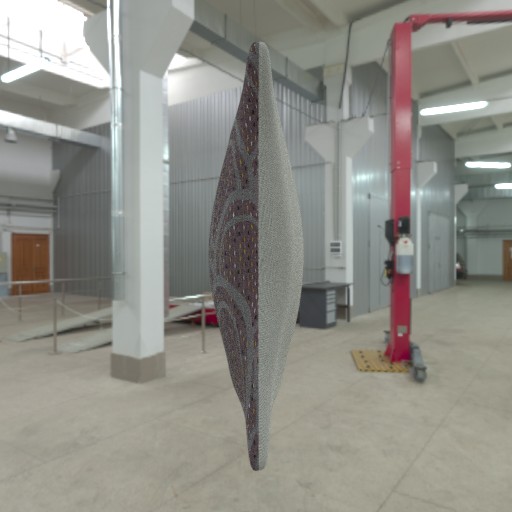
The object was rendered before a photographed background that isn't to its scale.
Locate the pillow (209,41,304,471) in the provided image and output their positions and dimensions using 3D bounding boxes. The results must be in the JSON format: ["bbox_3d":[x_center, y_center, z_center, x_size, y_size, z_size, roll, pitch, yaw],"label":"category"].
[{"bbox_3d":[0.000,0.000,0.779,0.163,0.513,0.514,0,0,0],"label":"pillow"}]
